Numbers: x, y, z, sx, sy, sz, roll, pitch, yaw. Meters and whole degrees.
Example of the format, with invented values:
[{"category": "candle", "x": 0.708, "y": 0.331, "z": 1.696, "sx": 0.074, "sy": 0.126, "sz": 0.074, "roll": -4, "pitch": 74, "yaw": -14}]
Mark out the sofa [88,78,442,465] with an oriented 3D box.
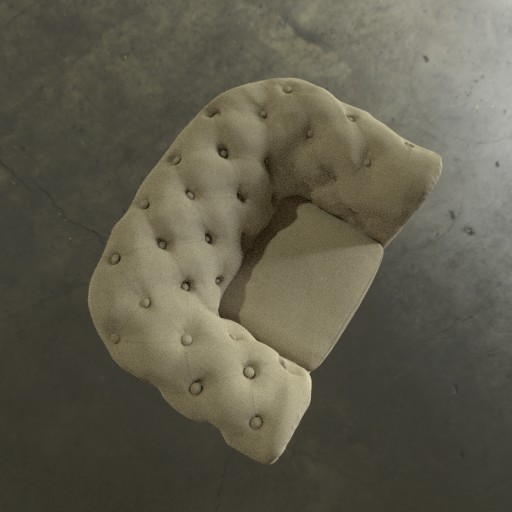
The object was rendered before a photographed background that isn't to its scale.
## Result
[{"category": "sofa", "x": 0.000, "y": 0.000, "z": 2.050, "sx": 1.034, "sy": 0.878, "sz": 1.405, "roll": 31, "pitch": 78, "yaw": 7}]
